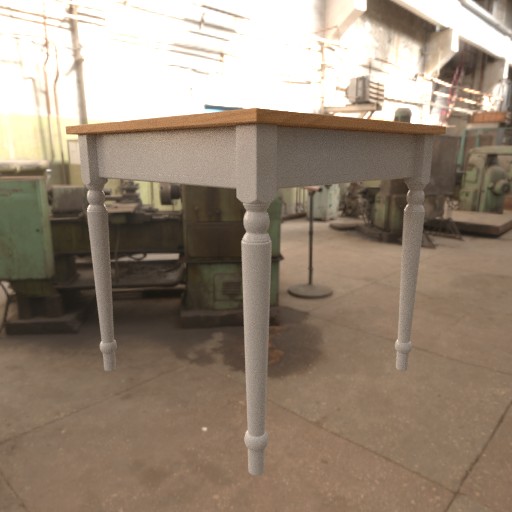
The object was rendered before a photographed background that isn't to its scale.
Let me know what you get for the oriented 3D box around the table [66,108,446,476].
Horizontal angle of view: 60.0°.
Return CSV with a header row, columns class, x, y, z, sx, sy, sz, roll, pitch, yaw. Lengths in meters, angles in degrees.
class,x,y,z,sx,sy,sz,roll,pitch,yaw
table,0.000,0.000,1.312,0.747,0.738,0.747,13,18,43
